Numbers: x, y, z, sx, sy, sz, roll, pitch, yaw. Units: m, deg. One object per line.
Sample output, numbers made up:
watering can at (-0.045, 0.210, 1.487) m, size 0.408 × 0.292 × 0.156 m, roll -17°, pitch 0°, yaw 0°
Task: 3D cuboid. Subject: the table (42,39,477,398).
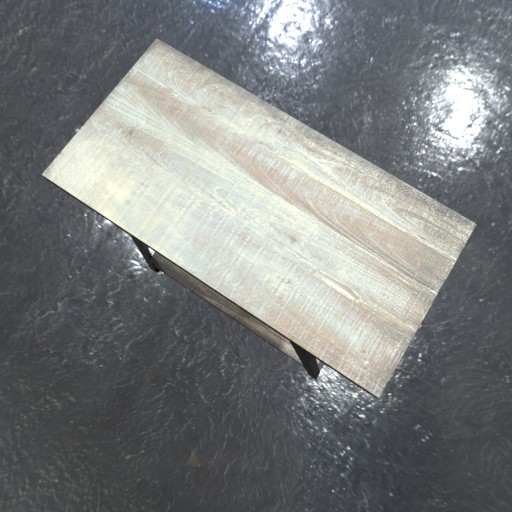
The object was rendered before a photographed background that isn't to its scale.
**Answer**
table at (0.000, 0.000, 1.015) m, size 0.599 × 0.701 × 0.300 m, roll 33°, pitch 78°, yaw 8°
